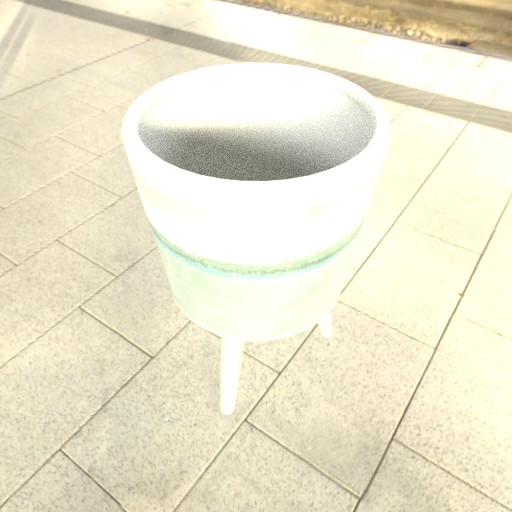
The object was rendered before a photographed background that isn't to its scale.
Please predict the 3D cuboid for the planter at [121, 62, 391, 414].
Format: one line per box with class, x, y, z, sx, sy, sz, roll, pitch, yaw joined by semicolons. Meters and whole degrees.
planter;0.000;0.000;0.583;0.265;0.404;0.265;25;50;23
